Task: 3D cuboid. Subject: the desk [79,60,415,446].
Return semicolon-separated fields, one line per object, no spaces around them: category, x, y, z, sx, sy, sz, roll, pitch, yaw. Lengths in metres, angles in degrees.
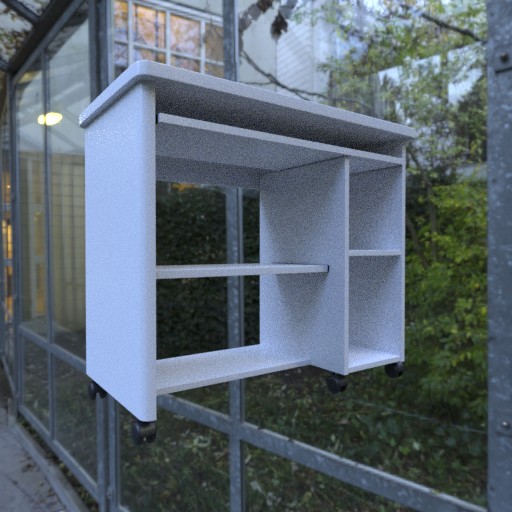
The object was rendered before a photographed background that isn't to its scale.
desk;0.000;0.000;1.285;0.877;0.763;0.475;-1;1;-35
